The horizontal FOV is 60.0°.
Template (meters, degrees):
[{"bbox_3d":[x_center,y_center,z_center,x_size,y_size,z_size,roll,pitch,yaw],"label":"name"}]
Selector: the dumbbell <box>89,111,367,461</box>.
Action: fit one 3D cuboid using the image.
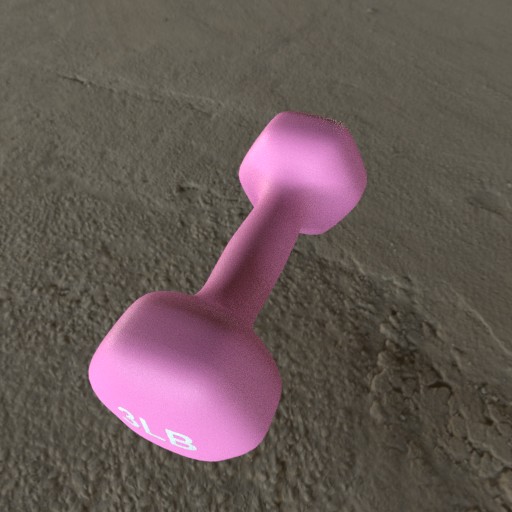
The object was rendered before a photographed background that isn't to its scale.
[{"bbox_3d":[0.000,0.000,0.184,0.064,0.058,0.159,17,49,16],"label":"dumbbell"}]
